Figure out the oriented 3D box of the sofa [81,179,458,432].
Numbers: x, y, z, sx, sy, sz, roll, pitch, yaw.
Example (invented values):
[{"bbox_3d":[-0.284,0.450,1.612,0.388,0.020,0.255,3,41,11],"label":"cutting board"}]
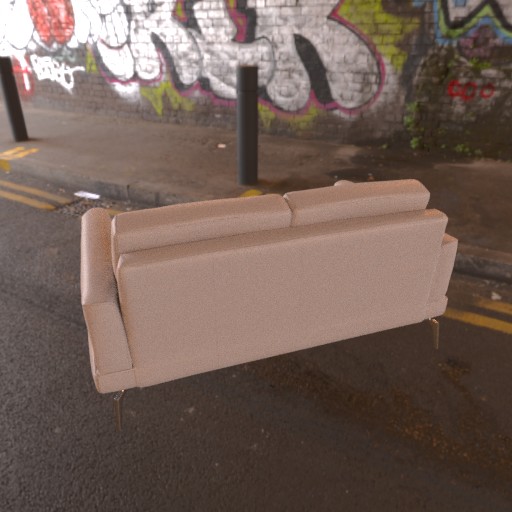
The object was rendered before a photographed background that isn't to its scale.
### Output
[{"bbox_3d":[0.000,0.000,2.437,1.819,0.930,1.121,-9,28,-17],"label":"sofa"}]
